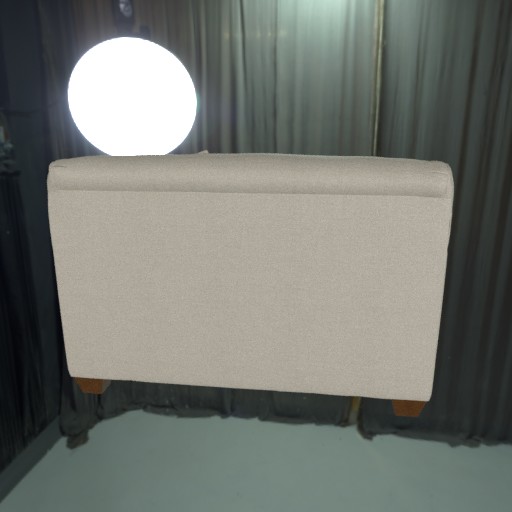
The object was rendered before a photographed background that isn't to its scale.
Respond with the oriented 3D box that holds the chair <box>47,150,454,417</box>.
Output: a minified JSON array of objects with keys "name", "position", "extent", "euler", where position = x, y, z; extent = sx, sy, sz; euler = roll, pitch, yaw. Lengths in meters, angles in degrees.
[{"name":"chair","position":[0.000,0.000,2.013],"extent":[1.383,0.948,1.000],"euler":[2,15,7]}]
